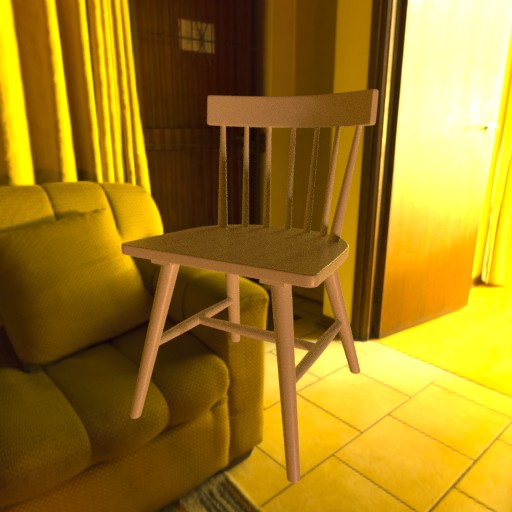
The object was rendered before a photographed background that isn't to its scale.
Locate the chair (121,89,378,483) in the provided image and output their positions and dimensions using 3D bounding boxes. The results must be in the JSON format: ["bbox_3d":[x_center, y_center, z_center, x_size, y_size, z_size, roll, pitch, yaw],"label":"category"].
[{"bbox_3d":[0.000,0.000,1.109,0.483,0.787,0.500,9,18,27],"label":"chair"}]
